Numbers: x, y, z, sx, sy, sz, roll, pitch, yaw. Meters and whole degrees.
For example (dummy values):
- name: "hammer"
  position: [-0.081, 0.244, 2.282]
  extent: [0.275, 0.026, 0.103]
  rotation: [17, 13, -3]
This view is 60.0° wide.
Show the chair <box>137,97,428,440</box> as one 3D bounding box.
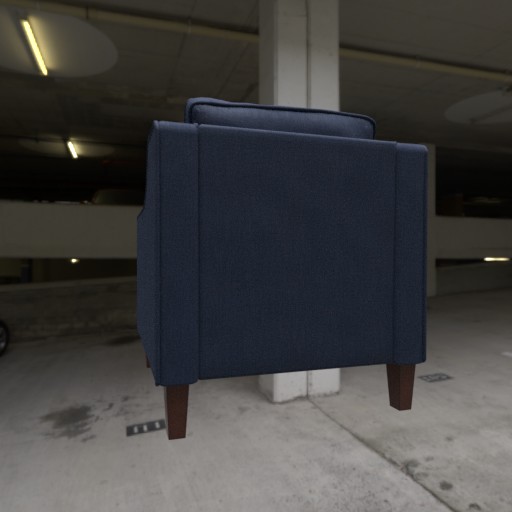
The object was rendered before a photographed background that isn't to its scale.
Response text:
- name: "chair"
  position: [0.000, 0.000, 1.670]
  extent: [0.831, 0.960, 0.909]
  rotation: [0, 0, -18]
